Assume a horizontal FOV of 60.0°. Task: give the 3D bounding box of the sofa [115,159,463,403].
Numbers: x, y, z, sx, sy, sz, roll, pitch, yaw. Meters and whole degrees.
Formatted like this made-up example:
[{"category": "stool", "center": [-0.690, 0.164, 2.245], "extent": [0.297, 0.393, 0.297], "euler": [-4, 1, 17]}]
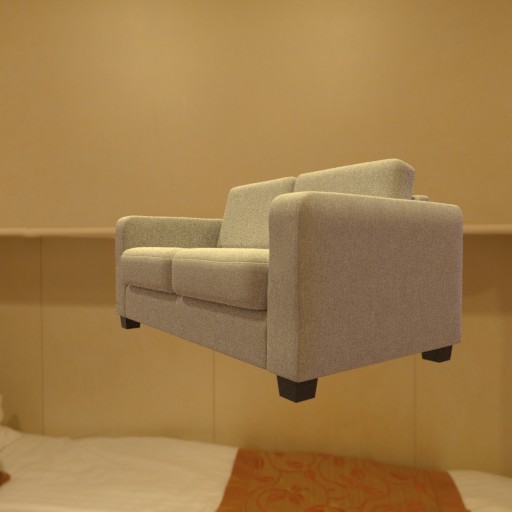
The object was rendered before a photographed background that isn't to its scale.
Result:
[{"category": "sofa", "center": [0.000, 0.000, 2.064], "extent": [0.900, 0.800, 1.540], "euler": [-1, 2, -36]}]
